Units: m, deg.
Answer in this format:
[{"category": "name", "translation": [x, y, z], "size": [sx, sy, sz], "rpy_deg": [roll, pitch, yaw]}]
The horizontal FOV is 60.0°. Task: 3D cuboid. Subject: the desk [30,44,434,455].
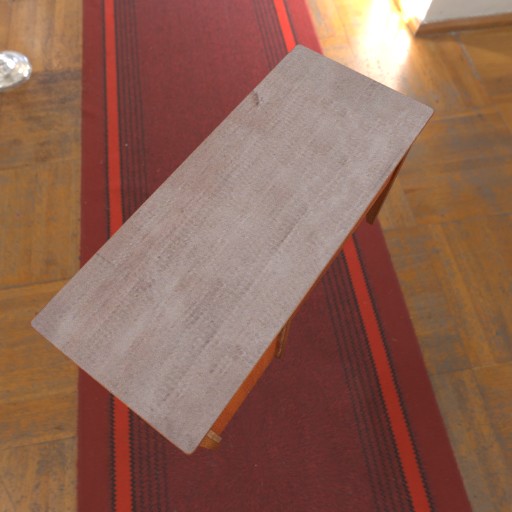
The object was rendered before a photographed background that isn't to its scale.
[{"category": "desk", "translation": [0.000, 0.000, 1.717], "size": [0.574, 0.756, 1.353], "rpy_deg": [33, 69, 14]}]
